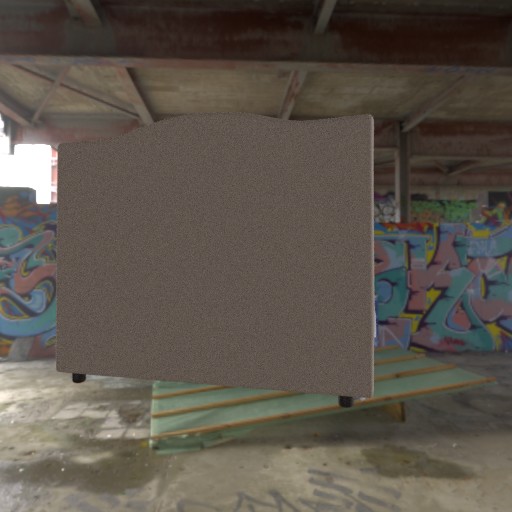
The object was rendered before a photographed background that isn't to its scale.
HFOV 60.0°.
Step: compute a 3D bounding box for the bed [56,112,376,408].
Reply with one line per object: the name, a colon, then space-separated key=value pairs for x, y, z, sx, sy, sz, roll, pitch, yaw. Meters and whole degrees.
bed: x=0.000 y=0.000 z=3.282 sx=1.753 sy=1.460 sz=2.143 roll=0 pitch=-1 yaw=17
